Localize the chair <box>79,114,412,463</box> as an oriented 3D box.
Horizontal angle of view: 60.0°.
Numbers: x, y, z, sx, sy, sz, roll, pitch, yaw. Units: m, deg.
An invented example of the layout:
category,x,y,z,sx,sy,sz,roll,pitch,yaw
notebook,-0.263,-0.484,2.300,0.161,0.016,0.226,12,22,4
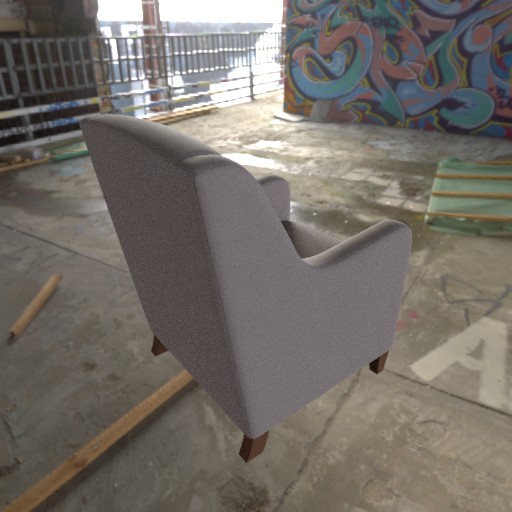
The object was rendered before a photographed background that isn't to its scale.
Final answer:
category,x,y,z,sx,sy,sz,roll,pitch,yaw
chair,0.000,0.000,1.575,0.863,1.010,0.715,-20,34,-33
